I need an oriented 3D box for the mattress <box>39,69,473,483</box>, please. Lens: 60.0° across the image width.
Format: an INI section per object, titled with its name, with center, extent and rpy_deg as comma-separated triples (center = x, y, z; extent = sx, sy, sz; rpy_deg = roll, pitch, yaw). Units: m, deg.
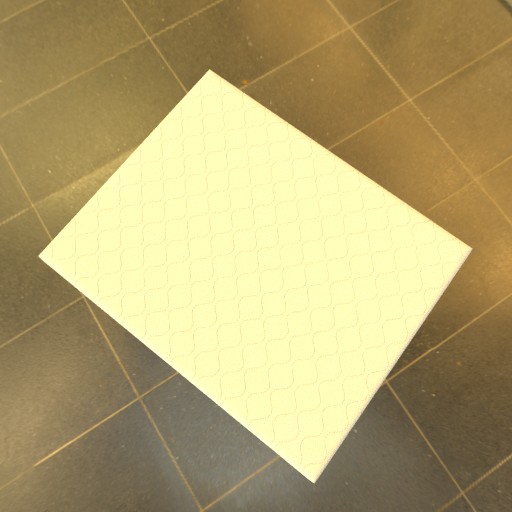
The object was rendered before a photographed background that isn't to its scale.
[mattress]
center = 0.000, 0.000, 2.680
extent = 2.000, 0.200, 1.600
rpy_deg = 37, 79, 9
